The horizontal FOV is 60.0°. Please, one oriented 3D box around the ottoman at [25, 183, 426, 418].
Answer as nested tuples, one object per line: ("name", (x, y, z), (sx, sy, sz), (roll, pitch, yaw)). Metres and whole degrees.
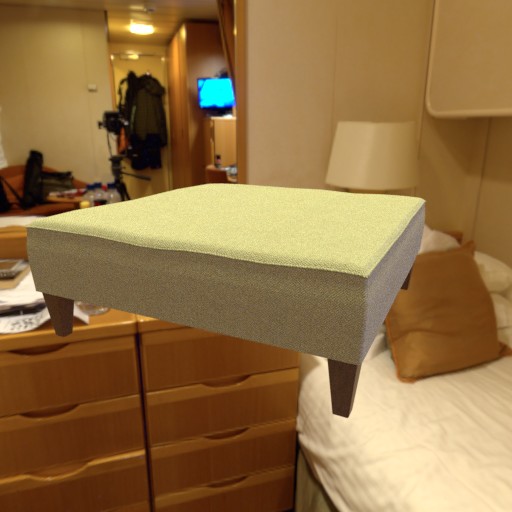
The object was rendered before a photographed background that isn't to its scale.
("ottoman", (0.000, 0.000, 1.507), (0.968, 0.379, 1.004), (8, 18, 25))
